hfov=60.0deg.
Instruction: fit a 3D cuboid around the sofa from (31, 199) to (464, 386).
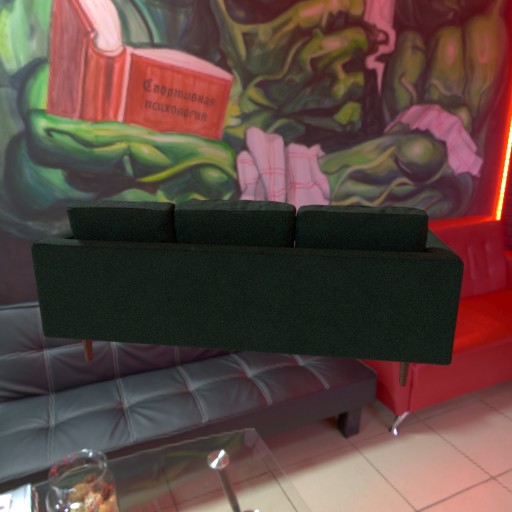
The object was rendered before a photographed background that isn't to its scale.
[{"bbox_3d":[0.000,0.000,2.837,2.030,0.899,1.580,2,16,8],"label":"sofa"}]
